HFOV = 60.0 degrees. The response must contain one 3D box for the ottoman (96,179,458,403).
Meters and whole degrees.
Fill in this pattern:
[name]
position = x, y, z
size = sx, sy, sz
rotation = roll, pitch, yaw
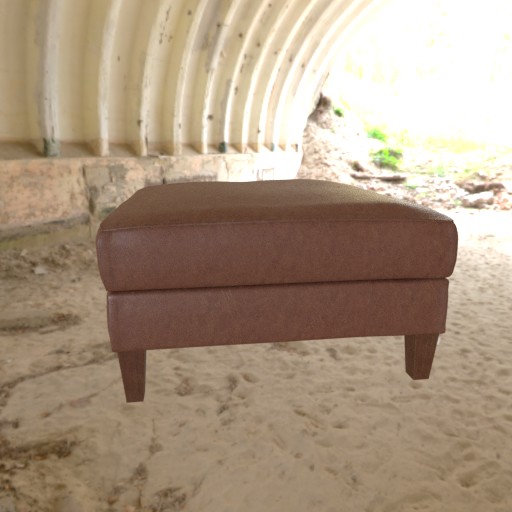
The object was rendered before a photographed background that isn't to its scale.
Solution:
[ottoman]
position = 0.000, 0.000, 1.472
size = 0.836, 0.472, 0.987
rotation = -2, 14, -8
